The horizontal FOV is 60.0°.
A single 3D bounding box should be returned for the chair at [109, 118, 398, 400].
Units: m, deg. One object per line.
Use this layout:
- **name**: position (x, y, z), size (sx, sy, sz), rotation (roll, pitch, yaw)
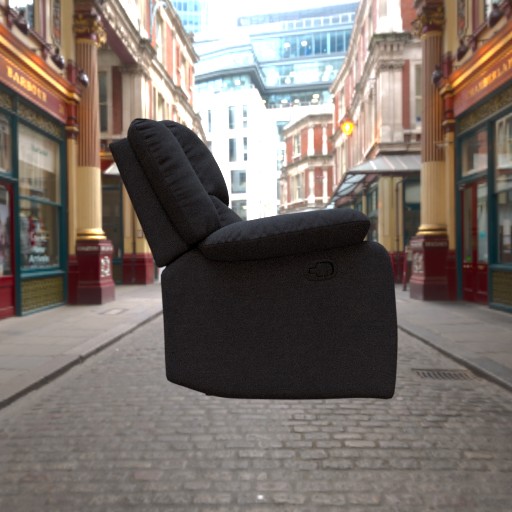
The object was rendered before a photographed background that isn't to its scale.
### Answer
- **chair**: position (0.000, 0.000, 1.802), size (0.944, 1.008, 0.899), rotation (0, 0, 0)
